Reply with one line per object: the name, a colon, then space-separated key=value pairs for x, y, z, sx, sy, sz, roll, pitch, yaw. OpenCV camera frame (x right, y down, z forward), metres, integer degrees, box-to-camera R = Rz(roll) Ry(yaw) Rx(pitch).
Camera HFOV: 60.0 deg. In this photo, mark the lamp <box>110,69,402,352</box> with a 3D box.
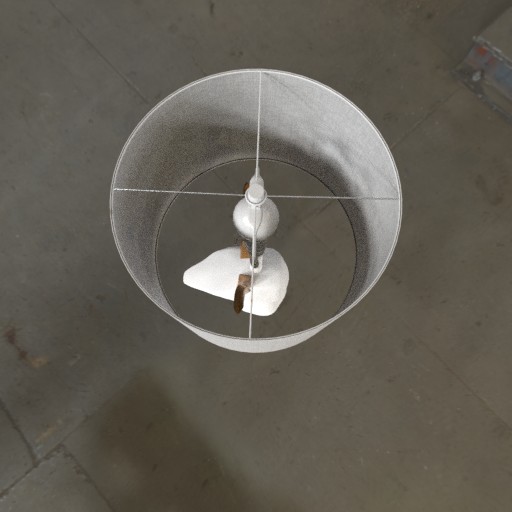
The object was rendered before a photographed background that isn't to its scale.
lamp: x=0.000 y=0.000 z=0.691 sx=0.298 sy=0.503 sz=0.298 roll=2 pitch=75 yaw=1
